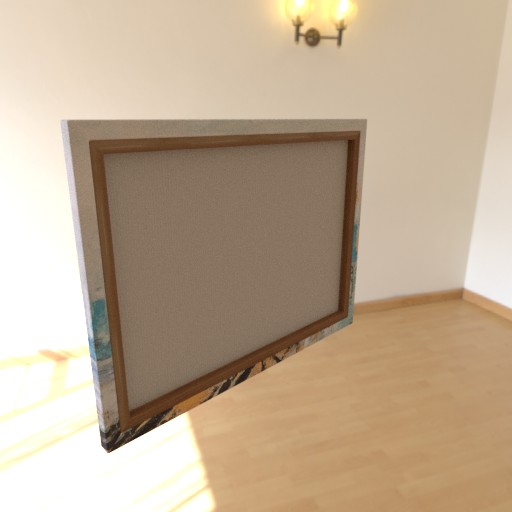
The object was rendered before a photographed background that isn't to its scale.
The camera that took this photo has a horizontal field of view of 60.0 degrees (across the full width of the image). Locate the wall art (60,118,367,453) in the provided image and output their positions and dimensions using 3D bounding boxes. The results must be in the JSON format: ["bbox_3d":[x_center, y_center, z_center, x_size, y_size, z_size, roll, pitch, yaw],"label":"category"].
[{"bbox_3d":[0.000,0.000,1.290,1.016,0.762,0.038,-16,23,-42],"label":"wall art"}]
